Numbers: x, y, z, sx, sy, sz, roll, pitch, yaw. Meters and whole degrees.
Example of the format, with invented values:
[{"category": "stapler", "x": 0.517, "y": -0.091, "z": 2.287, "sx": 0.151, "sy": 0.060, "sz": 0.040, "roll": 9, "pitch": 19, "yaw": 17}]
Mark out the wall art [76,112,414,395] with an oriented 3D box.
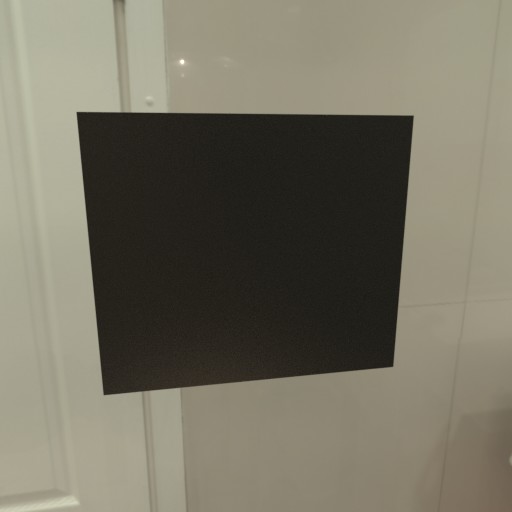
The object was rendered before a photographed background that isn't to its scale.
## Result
[{"category": "wall art", "x": 0.000, "y": 0.000, "z": 0.542, "sx": 0.383, "sy": 0.332, "sz": 0.012, "roll": -3, "pitch": 14, "yaw": -10}]
